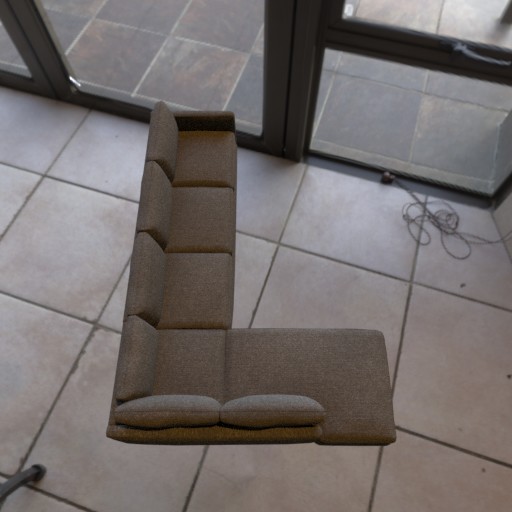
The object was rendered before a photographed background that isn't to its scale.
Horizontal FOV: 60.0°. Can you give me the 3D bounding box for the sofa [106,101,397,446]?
[{"bbox_3d":[0.000,0.000,3.753,2.007,0.815,2.949,0,64,0],"label":"sofa"}]
